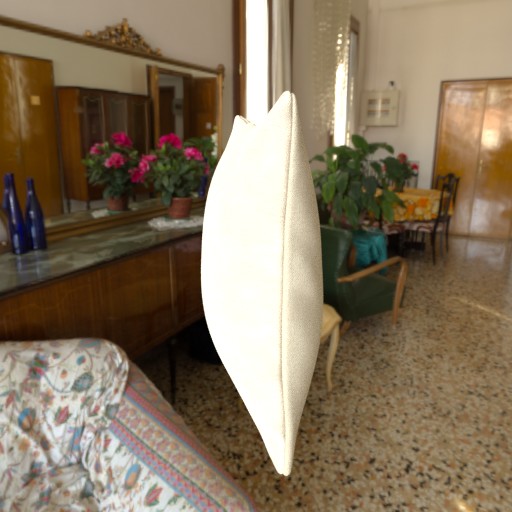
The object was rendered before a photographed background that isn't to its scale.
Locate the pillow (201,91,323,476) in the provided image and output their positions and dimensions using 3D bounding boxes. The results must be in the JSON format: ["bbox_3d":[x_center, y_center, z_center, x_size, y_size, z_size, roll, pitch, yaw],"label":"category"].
[{"bbox_3d":[0.000,0.000,0.656,0.162,0.420,0.437,-2,15,-8],"label":"pillow"}]
